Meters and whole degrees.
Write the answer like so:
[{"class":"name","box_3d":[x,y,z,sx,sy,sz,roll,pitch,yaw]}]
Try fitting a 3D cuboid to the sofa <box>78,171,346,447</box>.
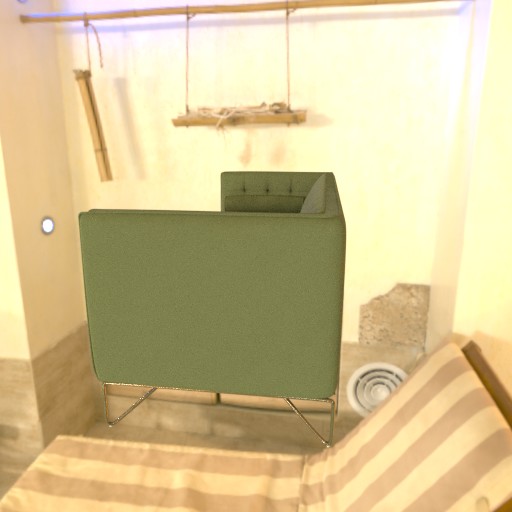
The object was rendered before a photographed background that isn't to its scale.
[{"class":"sofa","box_3d":[0.000,0.000,2.418,0.867,0.789,2.087,2,15,9]}]
